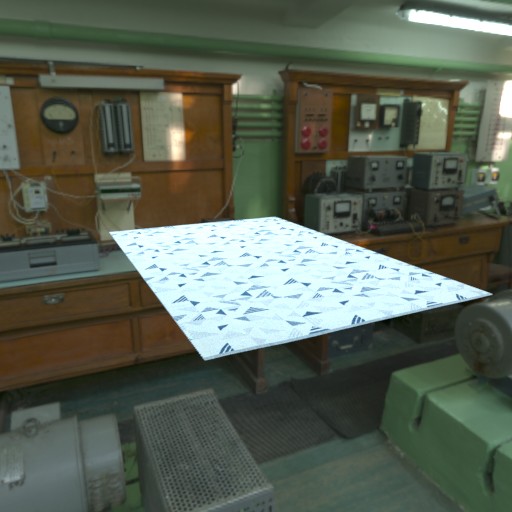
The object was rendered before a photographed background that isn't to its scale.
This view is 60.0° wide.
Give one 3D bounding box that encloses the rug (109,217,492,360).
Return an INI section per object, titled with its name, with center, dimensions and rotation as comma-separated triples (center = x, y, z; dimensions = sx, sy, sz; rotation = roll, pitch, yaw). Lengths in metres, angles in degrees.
[rug]
center = 0.000, 0.000, 2.295
dimensions = 1.206, 0.003, 1.835
rotation = -8, 17, -25
